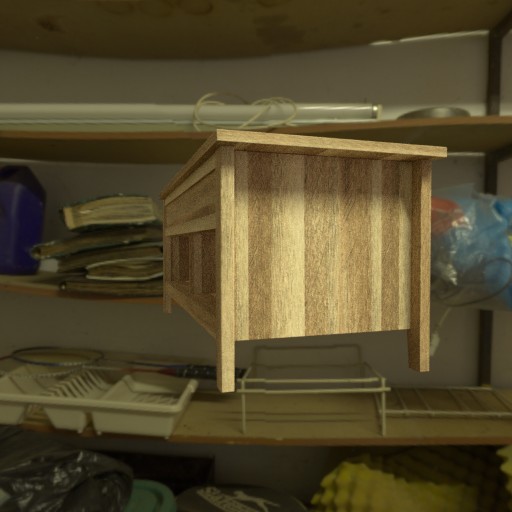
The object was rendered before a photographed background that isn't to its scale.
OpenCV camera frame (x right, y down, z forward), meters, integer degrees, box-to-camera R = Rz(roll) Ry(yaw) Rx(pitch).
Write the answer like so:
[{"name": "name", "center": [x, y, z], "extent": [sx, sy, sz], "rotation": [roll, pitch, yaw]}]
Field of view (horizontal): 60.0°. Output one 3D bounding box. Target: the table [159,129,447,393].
[{"name": "table", "center": [0.000, 0.000, 1.382], "extent": [0.493, 0.480, 1.095], "rotation": [0, 2, -18]}]
